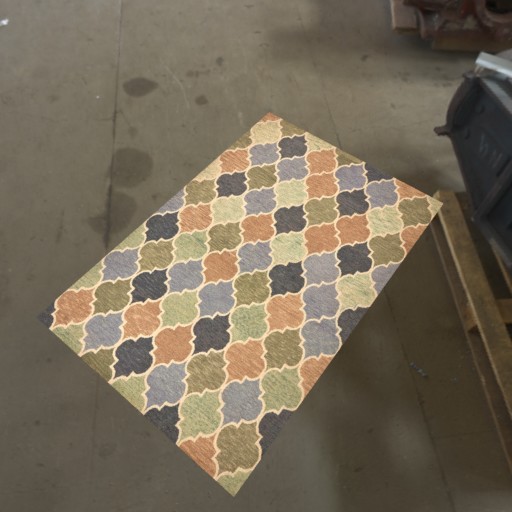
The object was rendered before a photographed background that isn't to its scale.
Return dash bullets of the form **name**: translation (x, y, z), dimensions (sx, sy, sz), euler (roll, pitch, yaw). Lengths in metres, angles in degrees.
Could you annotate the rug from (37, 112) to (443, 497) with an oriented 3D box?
- **rug**: translation (0.000, 0.000, 2.288), dimensions (1.216, 0.006, 1.828), euler (34, 64, 19)
